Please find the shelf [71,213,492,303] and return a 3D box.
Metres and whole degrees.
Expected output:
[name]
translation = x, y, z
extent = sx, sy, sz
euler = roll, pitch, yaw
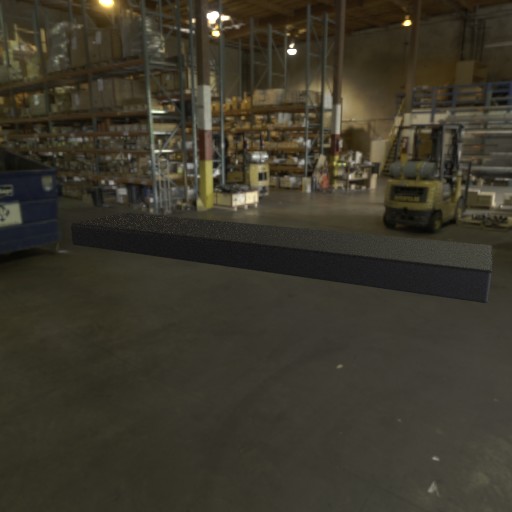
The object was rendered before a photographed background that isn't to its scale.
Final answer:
[shelf]
translation = 0.000, 0.000, 0.488
extent = 0.456, 0.053, 0.102
euler = 7, 16, 26
